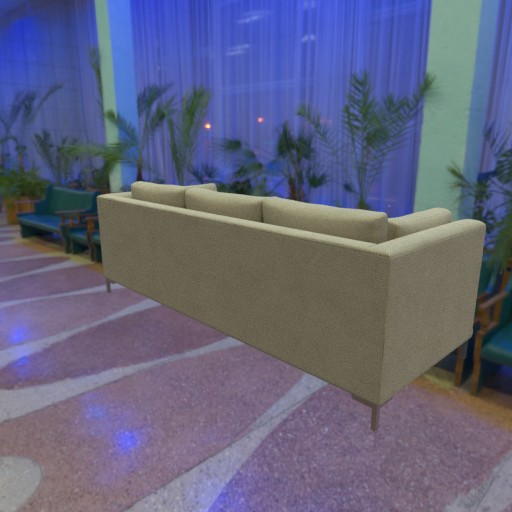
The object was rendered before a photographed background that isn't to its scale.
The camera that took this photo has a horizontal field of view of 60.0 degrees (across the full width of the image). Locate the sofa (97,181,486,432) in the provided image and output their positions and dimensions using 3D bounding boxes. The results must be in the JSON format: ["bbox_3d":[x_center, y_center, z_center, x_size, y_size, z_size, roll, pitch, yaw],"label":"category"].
[{"bbox_3d":[0.000,0.000,2.847,0.969,0.867,2.415,-14,20,-42],"label":"sofa"}]
